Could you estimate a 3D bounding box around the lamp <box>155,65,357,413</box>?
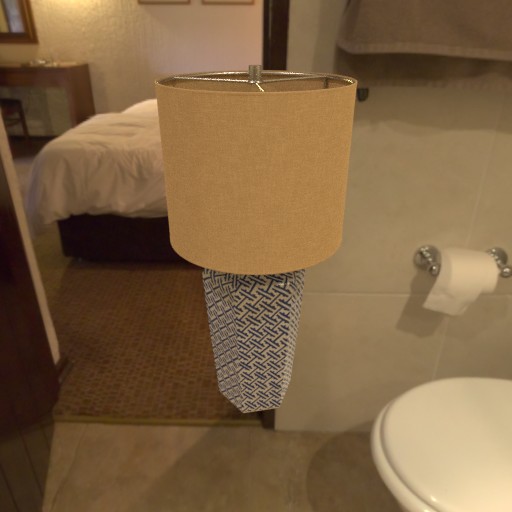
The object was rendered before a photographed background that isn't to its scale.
[{"bbox_3d":[0.000,0.000,0.861,0.320,0.682,0.320,-18,33,-31],"label":"lamp"}]
